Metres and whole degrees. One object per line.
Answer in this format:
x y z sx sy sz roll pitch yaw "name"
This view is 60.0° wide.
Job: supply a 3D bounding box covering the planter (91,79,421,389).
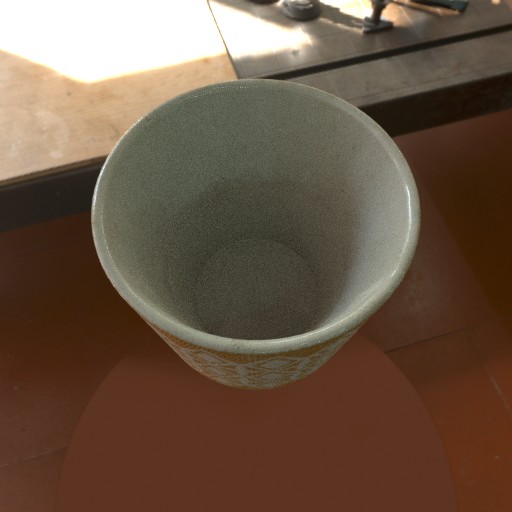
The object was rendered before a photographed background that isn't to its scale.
0.000 0.000 0.335 0.193 0.165 0.193 0 63 0 "planter"
